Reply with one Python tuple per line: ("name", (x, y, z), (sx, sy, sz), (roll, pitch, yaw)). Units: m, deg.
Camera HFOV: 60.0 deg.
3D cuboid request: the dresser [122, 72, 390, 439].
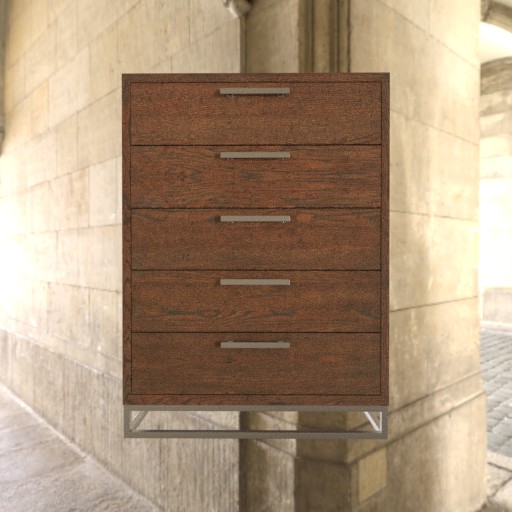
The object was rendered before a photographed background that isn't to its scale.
("dresser", (0.000, 0.000, 1.826), (0.965, 1.321, 0.508), (0, 1, 1))
